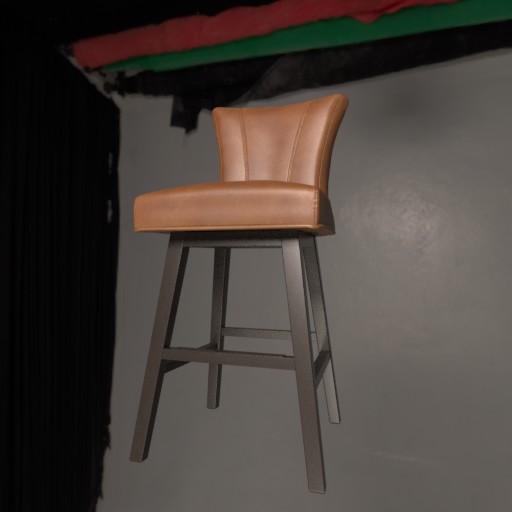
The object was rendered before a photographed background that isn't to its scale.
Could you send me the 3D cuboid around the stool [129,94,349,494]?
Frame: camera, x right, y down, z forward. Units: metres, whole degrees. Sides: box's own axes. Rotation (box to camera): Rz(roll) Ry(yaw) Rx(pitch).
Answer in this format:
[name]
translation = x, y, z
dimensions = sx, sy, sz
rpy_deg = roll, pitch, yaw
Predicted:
[stool]
translation = 0.000, 0.000, 1.365
dimensions = 0.522, 1.094, 0.585
rpy_deg = 0, 0, 18
